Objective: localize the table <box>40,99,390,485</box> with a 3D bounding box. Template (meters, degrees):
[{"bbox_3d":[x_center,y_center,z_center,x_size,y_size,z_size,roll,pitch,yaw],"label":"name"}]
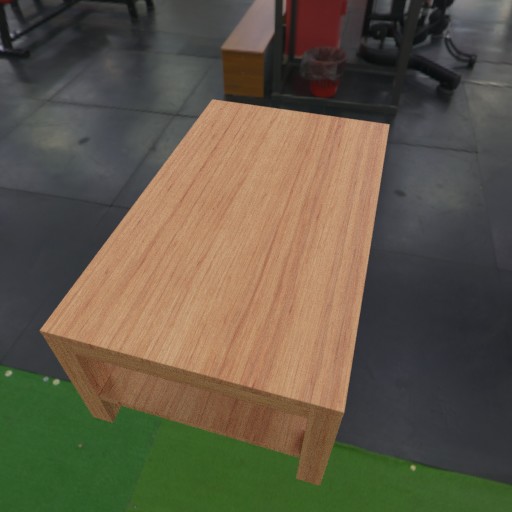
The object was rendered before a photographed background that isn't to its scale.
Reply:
[{"bbox_3d":[0.000,0.000,1.487,0.695,0.457,1.146,12,47,11],"label":"table"}]
